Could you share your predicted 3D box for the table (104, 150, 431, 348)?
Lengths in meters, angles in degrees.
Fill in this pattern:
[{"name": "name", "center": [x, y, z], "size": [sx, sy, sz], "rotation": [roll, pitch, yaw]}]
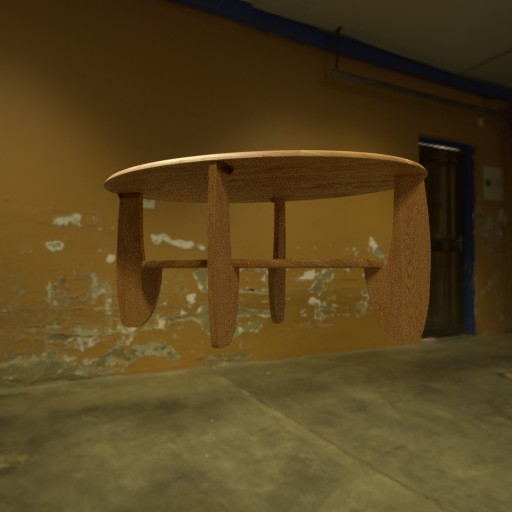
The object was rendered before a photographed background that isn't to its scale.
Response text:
[{"name": "table", "center": [0.000, 0.000, 1.418], "size": [1.040, 0.490, 0.690], "rotation": [-1, -2, 19]}]
